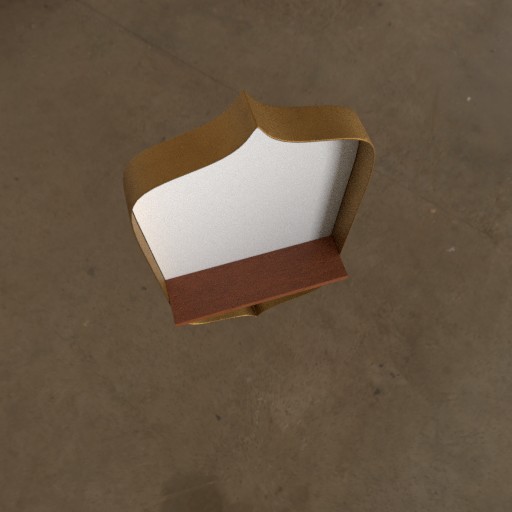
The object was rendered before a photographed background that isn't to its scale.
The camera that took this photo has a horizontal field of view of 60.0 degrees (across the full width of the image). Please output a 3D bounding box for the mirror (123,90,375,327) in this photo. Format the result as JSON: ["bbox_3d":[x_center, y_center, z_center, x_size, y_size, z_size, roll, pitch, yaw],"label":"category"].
[{"bbox_3d":[0.000,0.000,0.719,0.323,0.613,0.096,-15,65,-7],"label":"mirror"}]
